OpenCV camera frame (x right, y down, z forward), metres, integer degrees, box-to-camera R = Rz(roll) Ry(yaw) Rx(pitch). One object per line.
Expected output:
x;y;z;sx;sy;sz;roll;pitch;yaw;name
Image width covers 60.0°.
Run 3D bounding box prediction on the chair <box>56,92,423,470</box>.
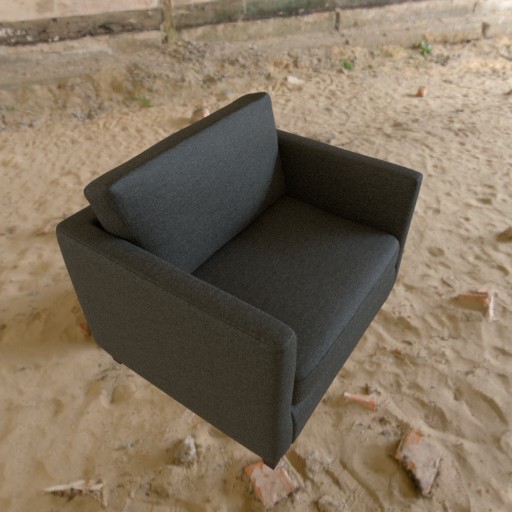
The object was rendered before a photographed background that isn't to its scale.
0.000;0.000;1.800;0.959;0.963;1.107;24;46;26;chair
